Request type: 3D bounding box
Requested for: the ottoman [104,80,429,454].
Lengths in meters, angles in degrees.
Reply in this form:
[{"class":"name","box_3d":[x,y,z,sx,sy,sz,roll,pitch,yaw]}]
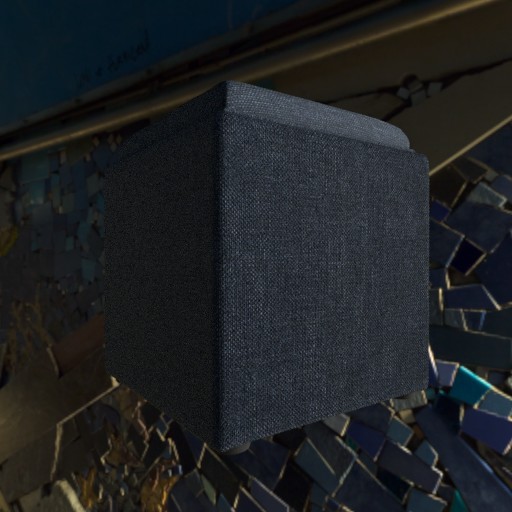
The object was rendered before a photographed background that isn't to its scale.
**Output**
[{"class":"ottoman","box_3d":[0.000,0.000,0.836,0.436,0.493,0.454,0,1,-36]}]
